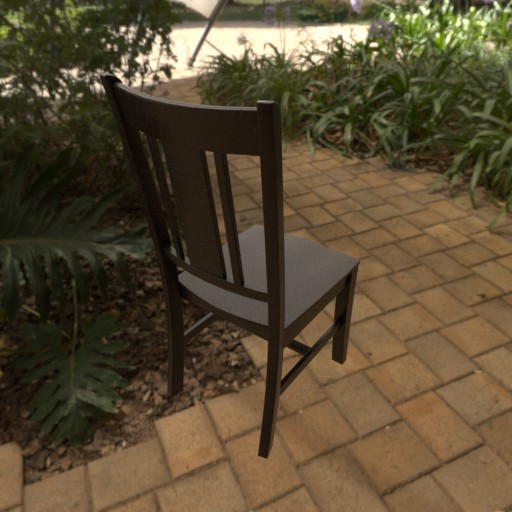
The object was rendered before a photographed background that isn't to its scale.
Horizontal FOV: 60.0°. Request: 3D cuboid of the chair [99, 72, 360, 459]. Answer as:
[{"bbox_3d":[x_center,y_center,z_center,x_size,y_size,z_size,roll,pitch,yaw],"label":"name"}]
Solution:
[{"bbox_3d":[0.000,0.000,1.259,0.450,0.998,0.555,22,38,31],"label":"chair"}]
